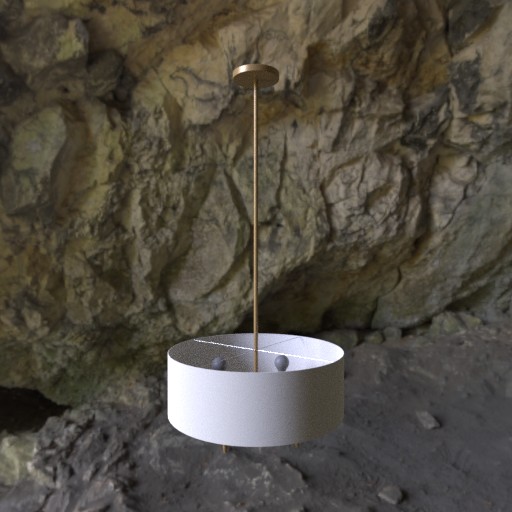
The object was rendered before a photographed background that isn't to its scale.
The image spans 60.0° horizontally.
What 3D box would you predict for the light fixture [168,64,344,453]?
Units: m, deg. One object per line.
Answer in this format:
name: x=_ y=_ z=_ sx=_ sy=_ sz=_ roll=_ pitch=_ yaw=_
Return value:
light fixture: x=0.000 y=0.000 z=1.300 sx=0.508 sy=1.067 sz=0.508 roll=0 pitch=0 yaw=0
